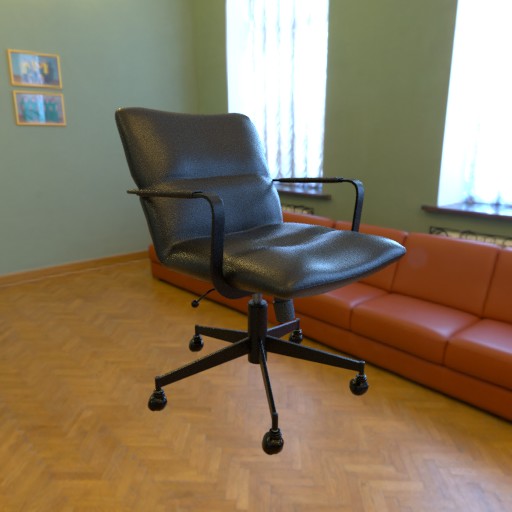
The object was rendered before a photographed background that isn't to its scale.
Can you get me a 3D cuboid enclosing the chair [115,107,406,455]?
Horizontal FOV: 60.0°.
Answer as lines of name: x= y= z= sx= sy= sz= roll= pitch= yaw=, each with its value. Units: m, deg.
chair: x=0.000 y=0.000 z=1.420 sx=0.719 sy=0.922 sz=0.748 roll=-14 pitch=20 yaw=-42
